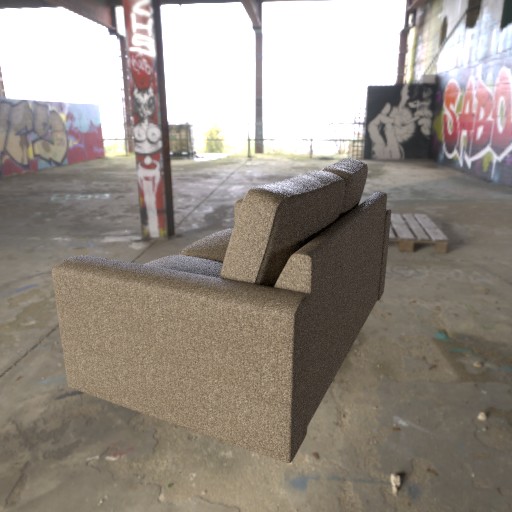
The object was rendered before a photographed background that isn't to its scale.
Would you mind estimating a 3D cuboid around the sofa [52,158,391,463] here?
[{"bbox_3d":[0.000,0.000,2.180,1.016,0.873,1.616,8,19,24],"label":"sofa"}]
